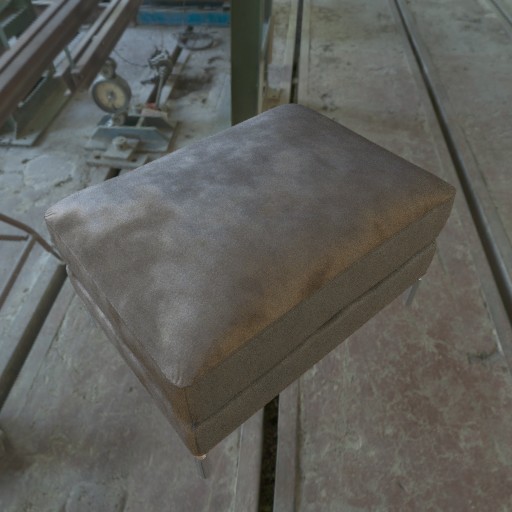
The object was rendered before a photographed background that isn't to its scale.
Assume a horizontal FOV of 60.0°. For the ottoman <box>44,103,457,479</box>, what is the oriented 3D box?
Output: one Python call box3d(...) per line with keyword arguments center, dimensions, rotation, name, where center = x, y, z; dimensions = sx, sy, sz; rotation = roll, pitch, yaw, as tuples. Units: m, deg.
box3d(center=(0.000, 0.000, 1.031), dimensions=(0.719, 0.456, 0.520), rotation=(-32, 54, -26), name="ottoman")
